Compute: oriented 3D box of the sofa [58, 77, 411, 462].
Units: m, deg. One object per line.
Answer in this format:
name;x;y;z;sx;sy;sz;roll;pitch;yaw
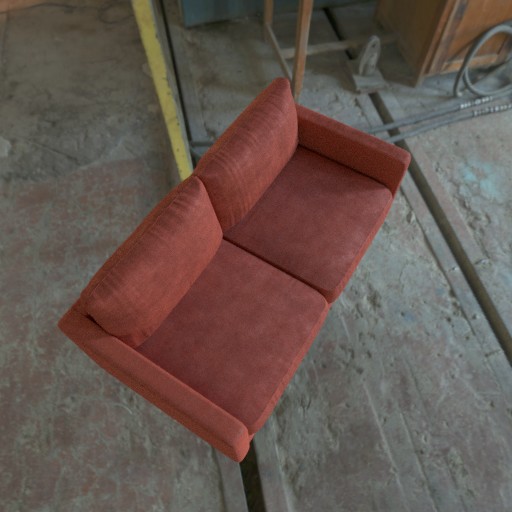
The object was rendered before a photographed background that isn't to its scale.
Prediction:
sofa;0.000;0.000;2.113;0.864;0.896;1.574;28;63;16
